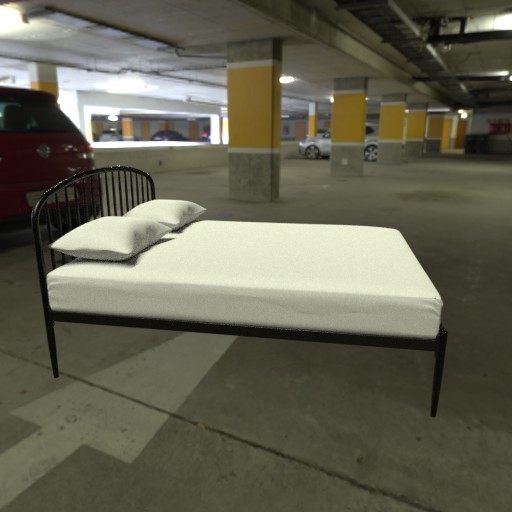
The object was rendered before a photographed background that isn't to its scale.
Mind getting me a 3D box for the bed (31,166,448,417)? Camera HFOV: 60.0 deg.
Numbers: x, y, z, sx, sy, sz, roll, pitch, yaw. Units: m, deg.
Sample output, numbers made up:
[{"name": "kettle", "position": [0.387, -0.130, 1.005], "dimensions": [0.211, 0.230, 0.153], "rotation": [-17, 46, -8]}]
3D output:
[{"name": "bed", "position": [0.000, 0.000, 3.033], "dimensions": [2.159, 1.166, 1.618], "rotation": [3, 16, 10]}]
